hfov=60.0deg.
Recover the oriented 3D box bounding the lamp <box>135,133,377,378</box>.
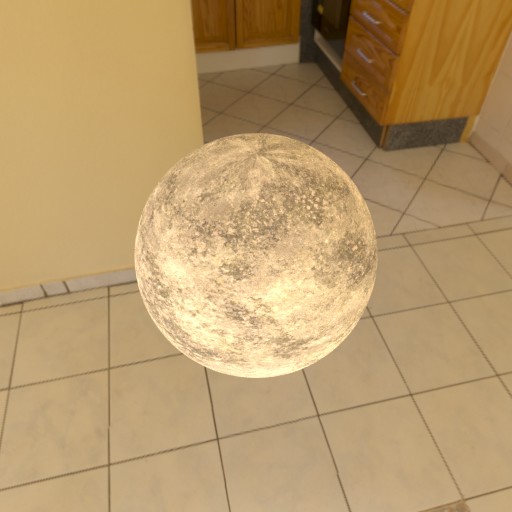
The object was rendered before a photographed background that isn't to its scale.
[{"bbox_3d":[0.000,0.000,0.798,0.422,0.429,0.422,0,46,0],"label":"lamp"}]
